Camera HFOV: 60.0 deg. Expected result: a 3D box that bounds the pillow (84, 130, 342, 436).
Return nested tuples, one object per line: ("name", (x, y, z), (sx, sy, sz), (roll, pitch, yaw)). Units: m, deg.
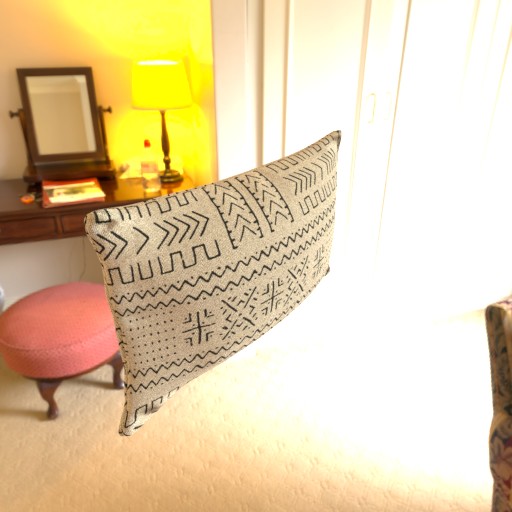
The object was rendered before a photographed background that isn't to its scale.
("pillow", (0.000, 0.000, 0.795), (0.188, 0.352, 0.637), (18, 31, 32))
